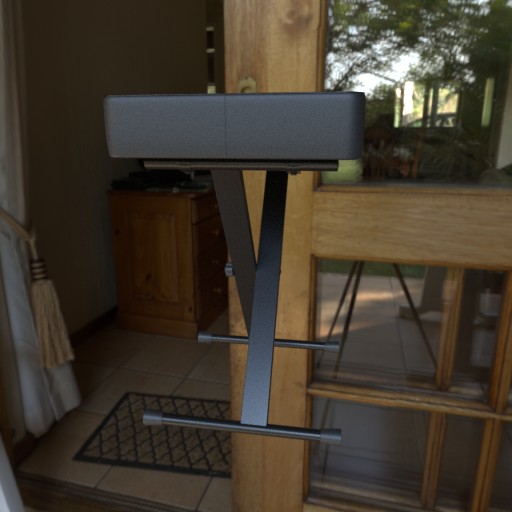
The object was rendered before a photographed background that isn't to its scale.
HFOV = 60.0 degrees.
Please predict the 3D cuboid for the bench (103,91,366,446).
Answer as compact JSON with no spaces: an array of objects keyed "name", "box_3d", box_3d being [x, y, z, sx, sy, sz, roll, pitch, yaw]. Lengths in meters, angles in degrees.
[{"name":"bench","box_3d":[0.000,0.000,0.776,0.321,0.500,0.424,3,15,9]}]
